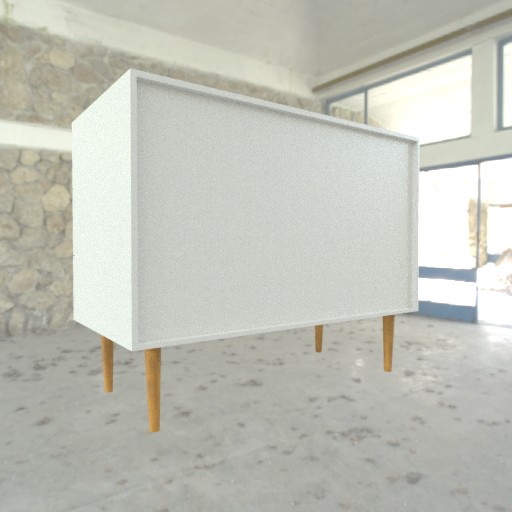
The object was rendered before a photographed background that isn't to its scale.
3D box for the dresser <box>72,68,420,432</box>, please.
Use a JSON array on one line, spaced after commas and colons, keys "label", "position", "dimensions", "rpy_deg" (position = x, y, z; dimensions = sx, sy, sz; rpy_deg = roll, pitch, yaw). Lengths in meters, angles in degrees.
[{"label": "dresser", "position": [0.000, 0.000, 1.285], "dimensions": [0.905, 0.721, 0.457], "rpy_deg": [-1, 1, -36]}]
